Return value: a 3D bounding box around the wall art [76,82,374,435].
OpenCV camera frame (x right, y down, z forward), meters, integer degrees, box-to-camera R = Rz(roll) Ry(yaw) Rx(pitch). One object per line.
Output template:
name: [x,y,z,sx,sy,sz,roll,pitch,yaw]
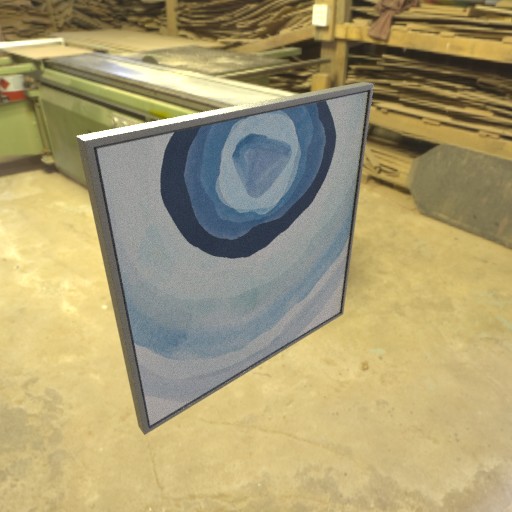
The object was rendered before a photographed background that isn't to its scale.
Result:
wall art: [0.000,0.000,1.218,0.809,0.807,0.038,-23,39,-33]
